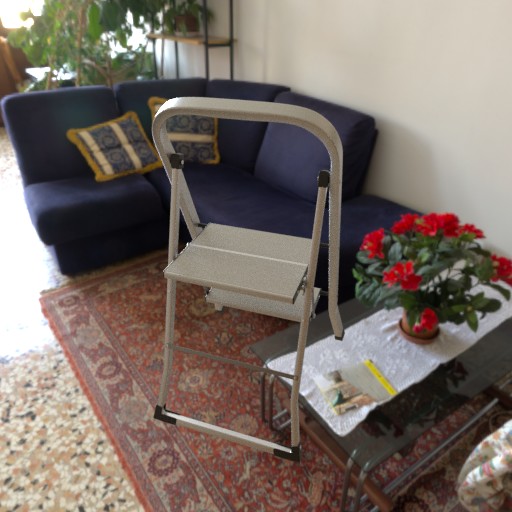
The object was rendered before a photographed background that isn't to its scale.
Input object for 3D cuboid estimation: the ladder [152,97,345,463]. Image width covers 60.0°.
[{"bbox_3d":[0.000,0.000,1.159,0.465,0.830,0.530,10,32,16],"label":"ladder"}]
